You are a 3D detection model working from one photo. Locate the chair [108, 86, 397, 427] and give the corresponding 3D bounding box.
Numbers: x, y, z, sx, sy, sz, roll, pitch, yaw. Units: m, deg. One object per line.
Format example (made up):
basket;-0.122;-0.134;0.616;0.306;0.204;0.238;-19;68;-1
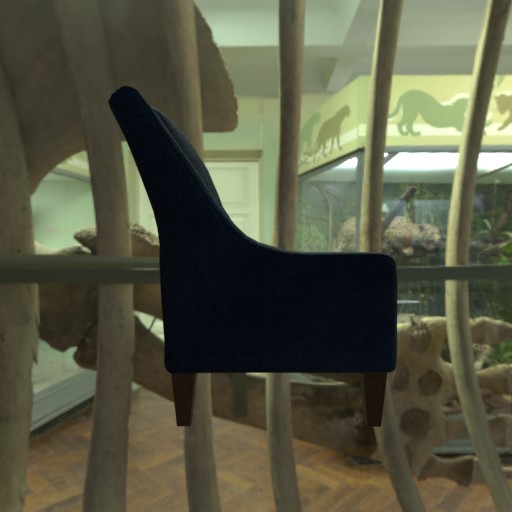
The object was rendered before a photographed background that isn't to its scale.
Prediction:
chair;0.000;0.000;1.671;0.870;1.014;0.774;0;1;0
